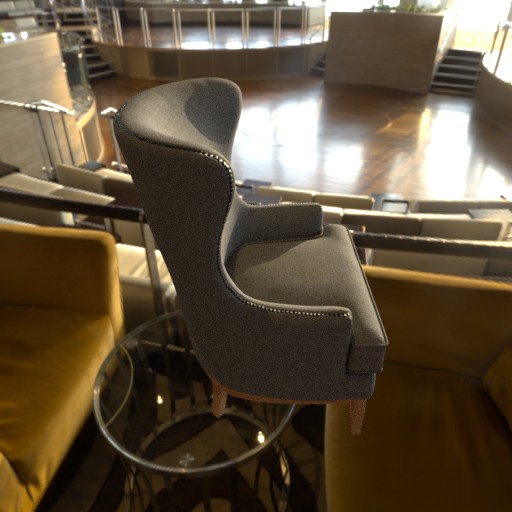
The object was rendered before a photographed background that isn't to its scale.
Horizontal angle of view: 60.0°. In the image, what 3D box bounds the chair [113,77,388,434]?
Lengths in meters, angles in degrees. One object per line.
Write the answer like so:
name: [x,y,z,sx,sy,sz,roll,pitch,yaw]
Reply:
chair: [0.000,0.000,1.747,0.883,1.176,0.864,0,34,0]
